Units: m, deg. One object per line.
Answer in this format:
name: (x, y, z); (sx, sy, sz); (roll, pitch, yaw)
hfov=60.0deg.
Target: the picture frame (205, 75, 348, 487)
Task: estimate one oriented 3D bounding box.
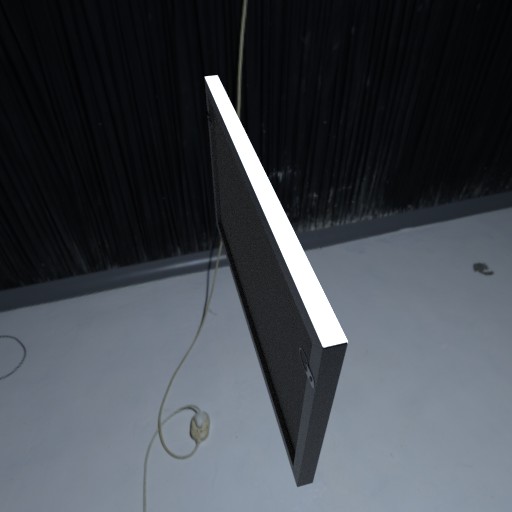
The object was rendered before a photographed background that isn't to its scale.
picture frame: (0.000, 0.000, 0.778); (0.044, 0.379, 0.647); (-10, 45, -10)
